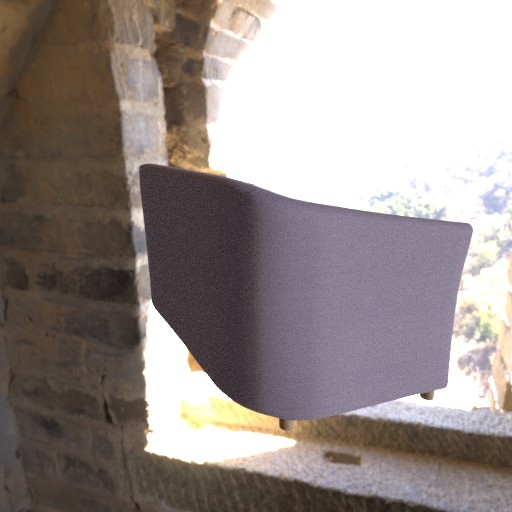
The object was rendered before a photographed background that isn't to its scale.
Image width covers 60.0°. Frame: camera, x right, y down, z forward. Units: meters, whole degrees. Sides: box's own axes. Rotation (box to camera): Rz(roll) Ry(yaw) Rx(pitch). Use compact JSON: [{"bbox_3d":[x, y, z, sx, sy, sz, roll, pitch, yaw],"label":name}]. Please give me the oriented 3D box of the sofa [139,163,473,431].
[{"bbox_3d":[0.000,0.000,1.812,0.705,0.721,1.452,-7,16,-26],"label":"sofa"}]
